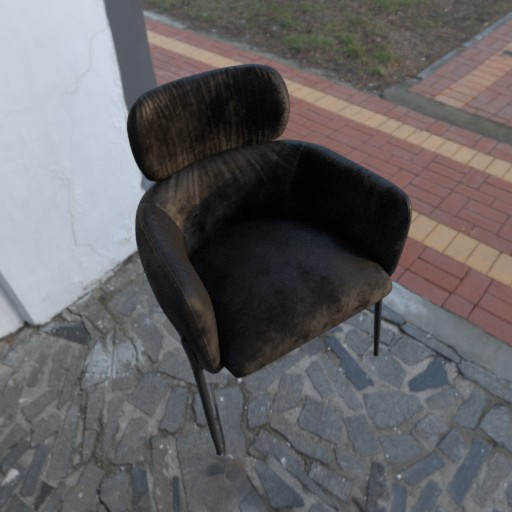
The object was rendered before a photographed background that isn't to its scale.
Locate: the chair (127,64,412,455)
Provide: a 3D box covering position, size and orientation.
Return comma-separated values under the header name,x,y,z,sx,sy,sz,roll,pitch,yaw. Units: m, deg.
name,x,y,z,sx,sy,sz,roll,pitch,yaw
chair,0.000,0.000,1.245,0.640,0.818,0.604,-25,52,-21
